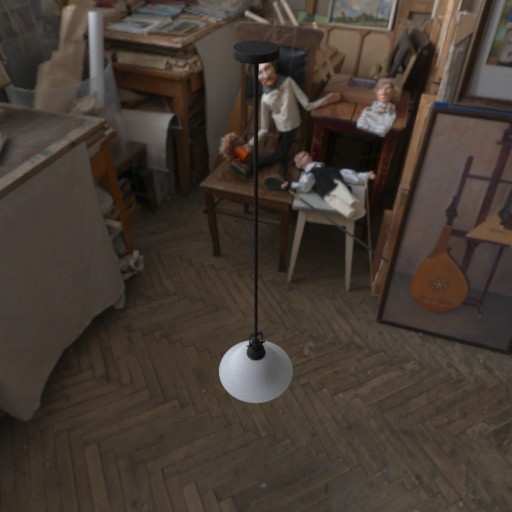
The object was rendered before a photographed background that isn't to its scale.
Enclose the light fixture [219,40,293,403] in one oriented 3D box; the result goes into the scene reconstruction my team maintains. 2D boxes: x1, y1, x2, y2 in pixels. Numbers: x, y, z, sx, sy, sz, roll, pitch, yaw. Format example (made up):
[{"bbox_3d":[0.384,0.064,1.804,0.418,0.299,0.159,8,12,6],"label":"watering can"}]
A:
[{"bbox_3d":[0.000,0.000,1.506,0.324,1.337,0.324,-13,43,-14],"label":"light fixture"}]
